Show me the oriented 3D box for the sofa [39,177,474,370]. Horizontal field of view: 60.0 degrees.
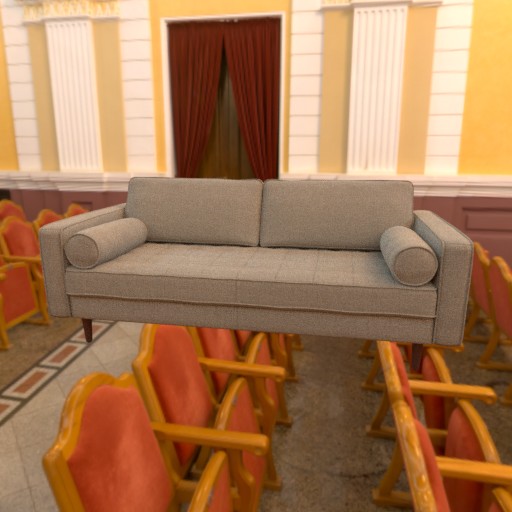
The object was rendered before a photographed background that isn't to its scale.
[{"bbox_3d":[0.000,0.000,2.302,1.879,0.762,0.914,3,14,10],"label":"sofa"}]
